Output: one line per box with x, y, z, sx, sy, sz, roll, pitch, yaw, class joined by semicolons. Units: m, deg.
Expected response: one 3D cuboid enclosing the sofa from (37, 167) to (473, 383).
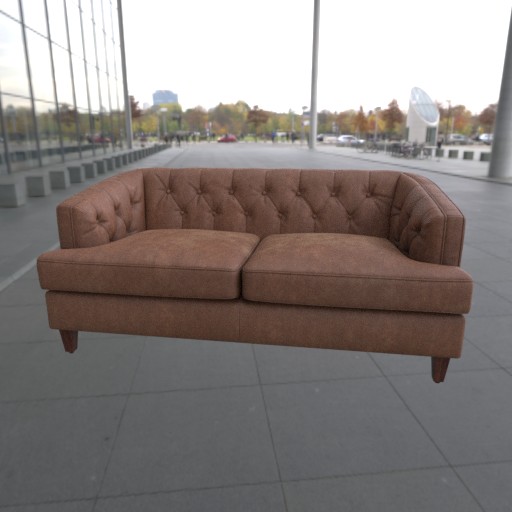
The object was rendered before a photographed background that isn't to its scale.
0.000;0.000;2.173;1.755;0.786;0.914;2;16;9;sofa
